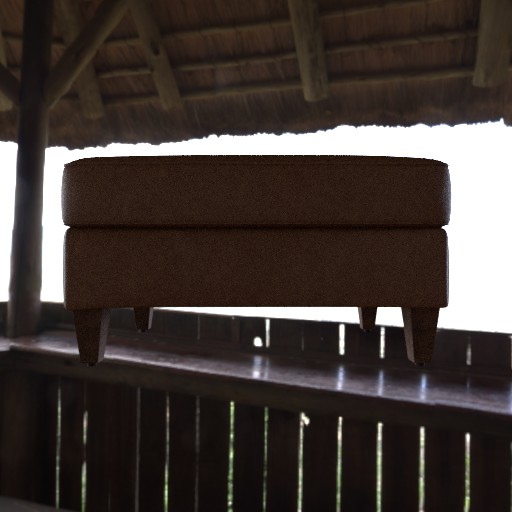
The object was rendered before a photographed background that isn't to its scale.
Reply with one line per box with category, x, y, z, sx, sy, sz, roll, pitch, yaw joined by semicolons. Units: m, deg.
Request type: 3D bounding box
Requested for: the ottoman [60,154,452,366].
ottoman;0.000;0.000;1.202;0.864;0.483;0.584;0;0;0
